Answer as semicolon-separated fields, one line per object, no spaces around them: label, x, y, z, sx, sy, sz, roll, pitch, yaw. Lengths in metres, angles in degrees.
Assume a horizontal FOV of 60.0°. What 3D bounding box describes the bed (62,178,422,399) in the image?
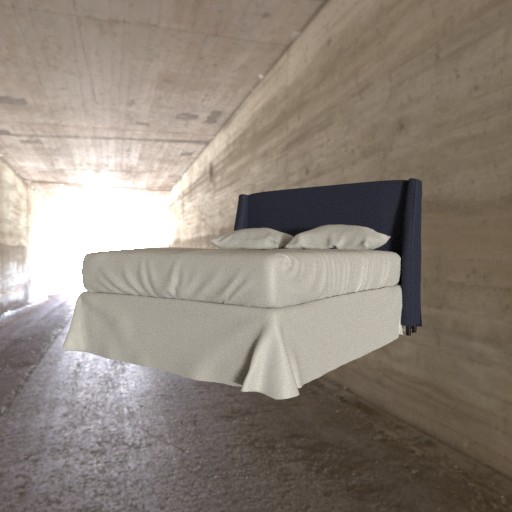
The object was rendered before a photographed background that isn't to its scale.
bed;0.000;0.000;3.462;1.925;1.332;2.276;1;1;36
